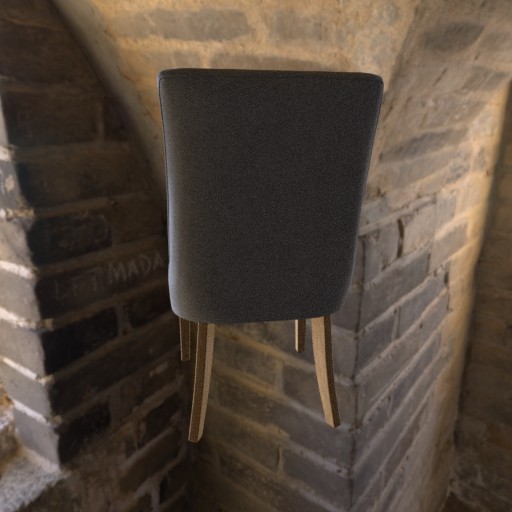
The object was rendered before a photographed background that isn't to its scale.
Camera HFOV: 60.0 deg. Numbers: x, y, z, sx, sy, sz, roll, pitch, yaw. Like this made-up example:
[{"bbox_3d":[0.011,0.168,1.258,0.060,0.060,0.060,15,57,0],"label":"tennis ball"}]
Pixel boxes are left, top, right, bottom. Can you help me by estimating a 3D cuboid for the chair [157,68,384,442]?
[{"bbox_3d":[0.000,0.000,1.249,0.495,0.902,0.610,-2,15,-9],"label":"chair"}]
